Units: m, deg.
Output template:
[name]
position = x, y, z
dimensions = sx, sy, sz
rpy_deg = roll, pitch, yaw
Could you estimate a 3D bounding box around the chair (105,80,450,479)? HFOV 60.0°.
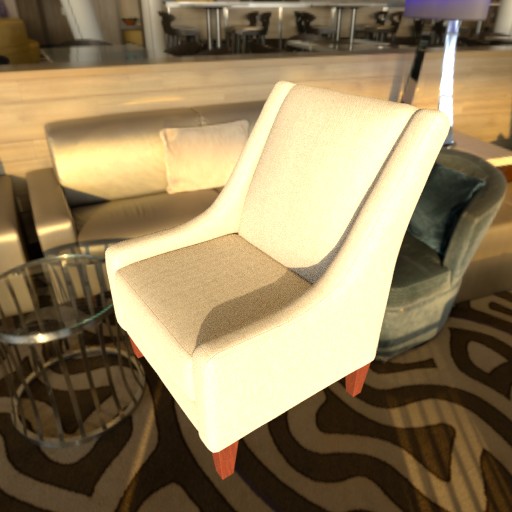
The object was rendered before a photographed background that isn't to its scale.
[chair]
position = 0.000, 0.000, 1.552
dimensions = 0.870, 1.014, 0.774
rpy_deg = -19, 35, -30
